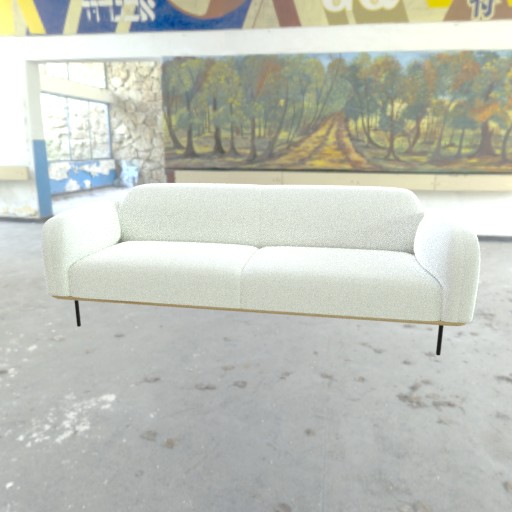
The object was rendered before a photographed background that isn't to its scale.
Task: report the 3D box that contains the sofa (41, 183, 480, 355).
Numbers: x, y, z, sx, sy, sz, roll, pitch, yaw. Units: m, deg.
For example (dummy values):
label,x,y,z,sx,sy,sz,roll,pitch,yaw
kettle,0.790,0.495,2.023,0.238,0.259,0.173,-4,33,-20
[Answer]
label,x,y,z,sx,sy,sz,roll,pitch,yaw
sofa,0.000,0.000,2.605,2.280,0.780,0.870,3,14,10
